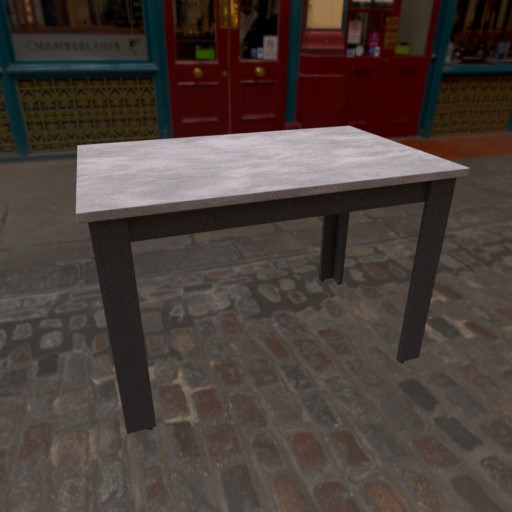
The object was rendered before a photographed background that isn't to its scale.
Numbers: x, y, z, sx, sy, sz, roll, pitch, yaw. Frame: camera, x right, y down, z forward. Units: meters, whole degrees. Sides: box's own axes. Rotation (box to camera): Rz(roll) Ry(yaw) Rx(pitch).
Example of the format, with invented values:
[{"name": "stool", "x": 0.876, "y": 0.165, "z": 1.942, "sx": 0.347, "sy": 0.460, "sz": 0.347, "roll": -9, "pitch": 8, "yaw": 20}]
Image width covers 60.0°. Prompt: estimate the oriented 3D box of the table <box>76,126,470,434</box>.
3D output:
[{"name": "table", "x": 0.000, "y": 0.000, "z": 1.611, "sx": 1.100, "sy": 0.734, "sz": 0.700, "roll": -9, "pitch": 28, "yaw": -17}]
